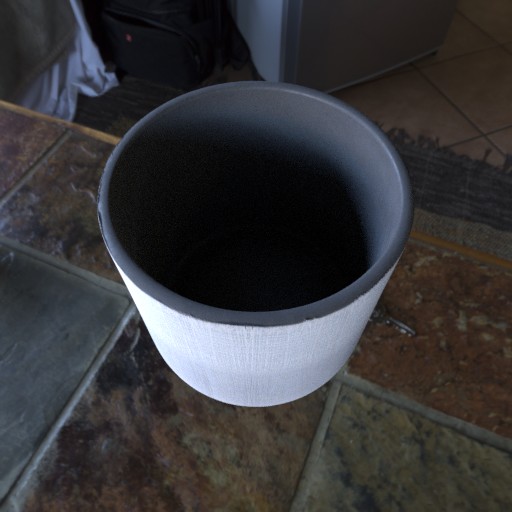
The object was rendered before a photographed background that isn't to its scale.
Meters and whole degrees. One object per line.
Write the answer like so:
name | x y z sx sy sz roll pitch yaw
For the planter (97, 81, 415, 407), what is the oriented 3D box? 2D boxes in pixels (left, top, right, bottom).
planter | 0.000 0.000 0.391 0.221 0.201 0.221 0 58 0
